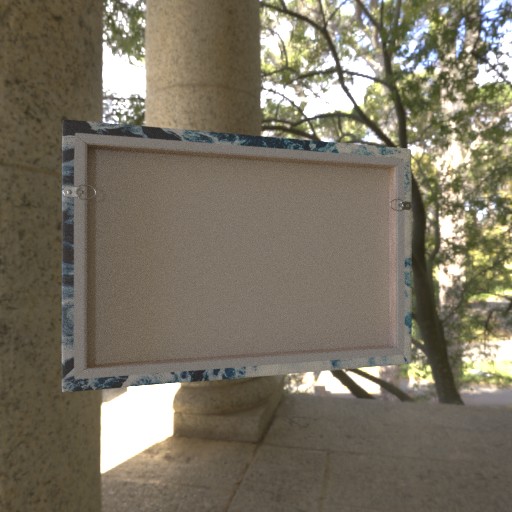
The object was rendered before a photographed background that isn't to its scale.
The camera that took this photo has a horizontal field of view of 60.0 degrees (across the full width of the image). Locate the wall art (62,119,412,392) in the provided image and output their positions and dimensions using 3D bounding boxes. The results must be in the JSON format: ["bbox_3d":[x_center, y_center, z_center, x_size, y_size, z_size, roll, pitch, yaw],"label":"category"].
[{"bbox_3d":[0.000,0.000,1.138,0.915,0.610,0.042,0,0,-17],"label":"wall art"}]
